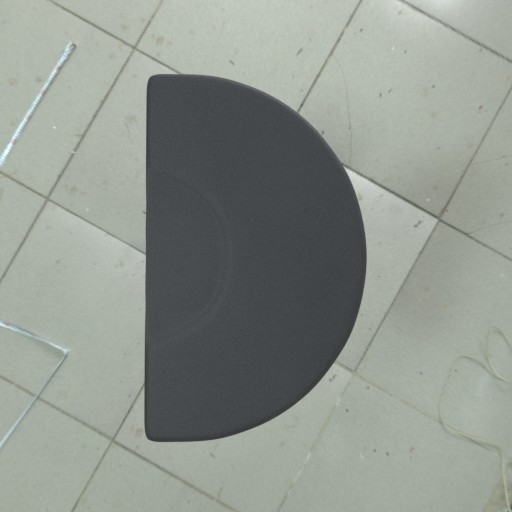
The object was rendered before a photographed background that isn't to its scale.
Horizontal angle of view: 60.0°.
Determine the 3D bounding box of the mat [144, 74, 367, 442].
[{"bbox_3d":[0.000,0.000,1.831,0.917,0.016,1.525,0,88,0],"label":"mat"}]
